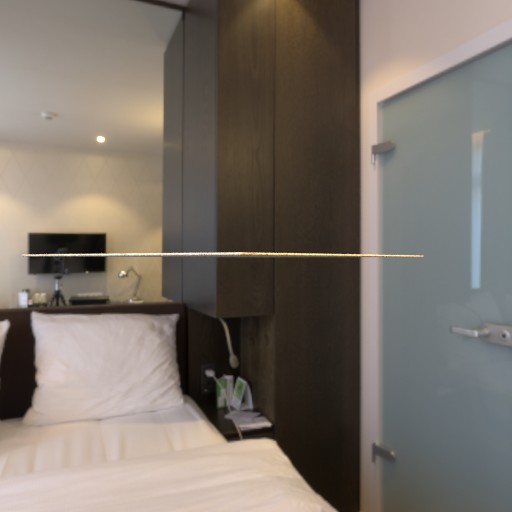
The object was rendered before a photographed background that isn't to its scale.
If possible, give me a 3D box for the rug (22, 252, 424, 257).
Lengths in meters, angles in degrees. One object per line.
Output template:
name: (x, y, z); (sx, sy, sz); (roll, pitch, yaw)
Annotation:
rug: (0.000, 0.000, 2.321); (1.211, 0.007, 1.827); (0, 0, 36)
